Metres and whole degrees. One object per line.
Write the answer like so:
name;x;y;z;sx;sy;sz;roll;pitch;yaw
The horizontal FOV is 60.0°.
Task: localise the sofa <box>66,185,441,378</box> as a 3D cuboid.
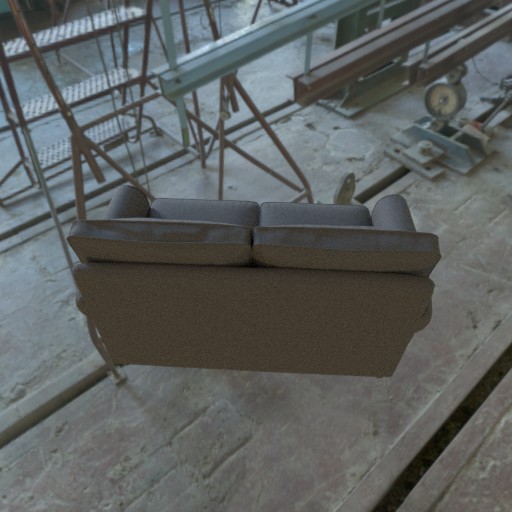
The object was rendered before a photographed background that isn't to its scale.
sofa;0.000;0.000;2.343;1.665;0.937;0.964;2;47;2
